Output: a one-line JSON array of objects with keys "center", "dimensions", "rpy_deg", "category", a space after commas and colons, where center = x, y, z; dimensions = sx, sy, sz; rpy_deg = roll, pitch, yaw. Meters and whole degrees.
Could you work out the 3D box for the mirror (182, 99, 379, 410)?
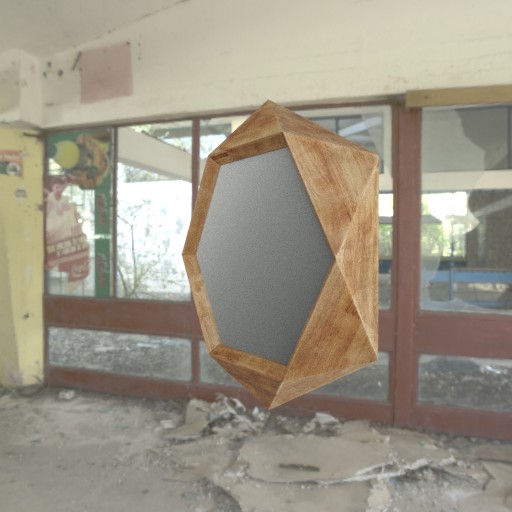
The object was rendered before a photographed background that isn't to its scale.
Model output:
[{"center": [0.000, 0.000, 1.088], "dimensions": [0.091, 0.779, 0.675], "rpy_deg": [-1, 1, -37], "category": "mirror"}]
